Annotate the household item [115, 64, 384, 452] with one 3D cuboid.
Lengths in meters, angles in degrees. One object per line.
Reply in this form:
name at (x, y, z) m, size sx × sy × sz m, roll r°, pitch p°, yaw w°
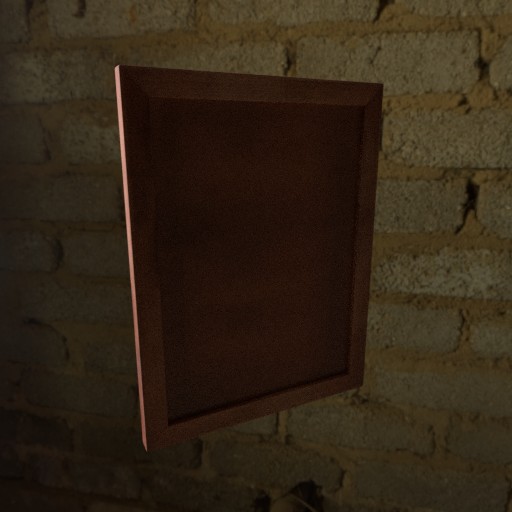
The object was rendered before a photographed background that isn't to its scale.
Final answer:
household item at (0.000, 0.000, 0.545) m, size 0.310 × 0.407 × 0.067 m, roll -7°, pitch 16°, yaw -26°
